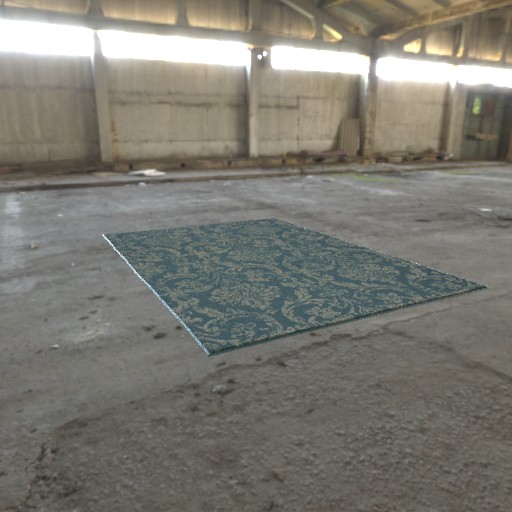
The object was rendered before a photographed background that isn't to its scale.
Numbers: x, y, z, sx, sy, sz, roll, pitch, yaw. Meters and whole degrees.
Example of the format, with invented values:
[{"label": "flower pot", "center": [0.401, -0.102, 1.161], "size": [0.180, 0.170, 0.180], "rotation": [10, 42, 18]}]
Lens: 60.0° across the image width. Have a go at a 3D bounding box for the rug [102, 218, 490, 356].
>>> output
[{"label": "rug", "center": [0.000, 0.000, 2.863], "size": [1.554, 0.012, 2.205], "rotation": [-8, 17, -27]}]
